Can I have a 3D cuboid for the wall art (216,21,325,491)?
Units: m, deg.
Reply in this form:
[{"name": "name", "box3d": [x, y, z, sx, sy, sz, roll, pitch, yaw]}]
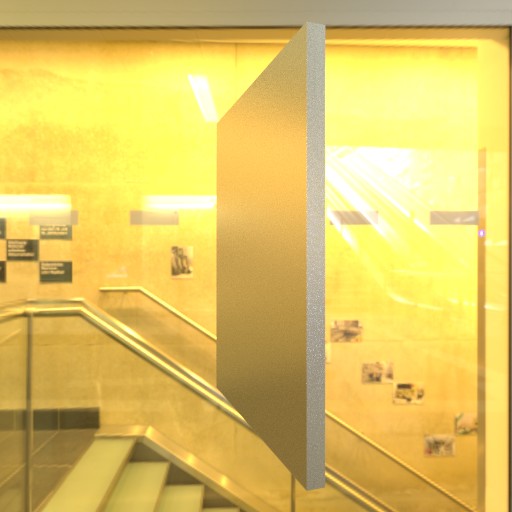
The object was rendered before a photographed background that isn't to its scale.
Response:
[{"name": "wall art", "box3d": [0.000, 0.000, 0.751, 0.025, 0.569, 0.444, 0, 0, -19]}]
